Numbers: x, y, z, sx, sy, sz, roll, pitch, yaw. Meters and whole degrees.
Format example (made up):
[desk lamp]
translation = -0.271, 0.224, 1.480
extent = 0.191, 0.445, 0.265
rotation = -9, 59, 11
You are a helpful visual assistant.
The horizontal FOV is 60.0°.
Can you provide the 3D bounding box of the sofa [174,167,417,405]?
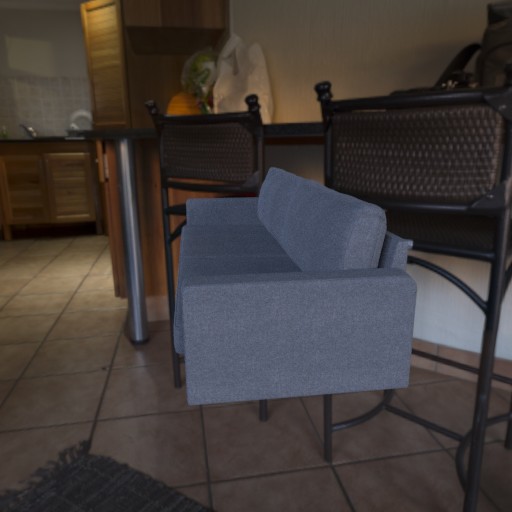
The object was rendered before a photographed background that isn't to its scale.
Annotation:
[sofa]
translation = 0.000, 0.000, 2.561
extent = 0.880, 0.880, 2.100
rotation = -2, 15, -8
